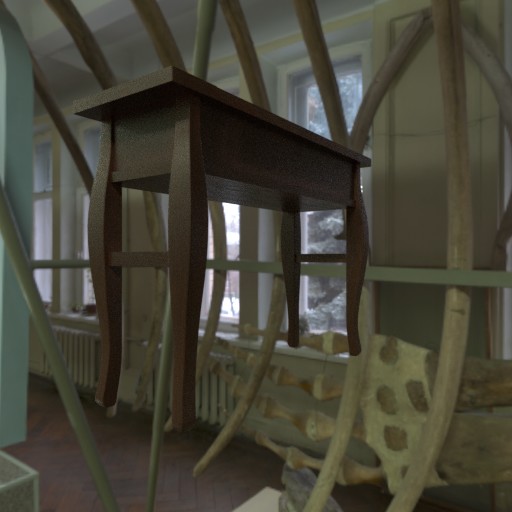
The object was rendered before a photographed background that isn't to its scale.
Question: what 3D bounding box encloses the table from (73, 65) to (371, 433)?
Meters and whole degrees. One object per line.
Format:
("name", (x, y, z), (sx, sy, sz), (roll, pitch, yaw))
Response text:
("table", (0.000, 0.000, 1.428), (0.373, 0.768, 1.062), (0, 0, 36))
